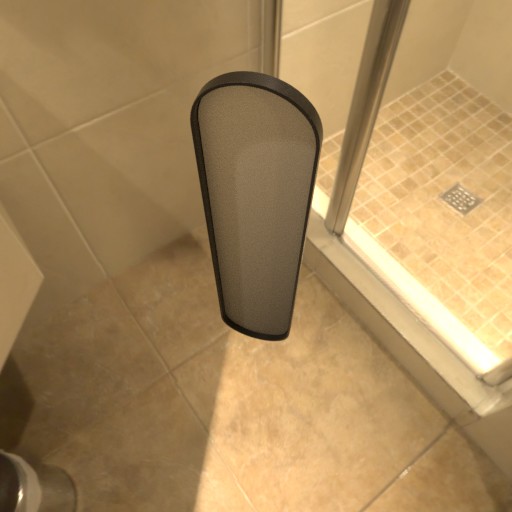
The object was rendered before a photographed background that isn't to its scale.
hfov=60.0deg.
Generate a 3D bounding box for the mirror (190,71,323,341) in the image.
[{"bbox_3d":[0.000,0.000,1.071,0.222,0.991,0.032,14,59,9],"label":"mirror"}]
